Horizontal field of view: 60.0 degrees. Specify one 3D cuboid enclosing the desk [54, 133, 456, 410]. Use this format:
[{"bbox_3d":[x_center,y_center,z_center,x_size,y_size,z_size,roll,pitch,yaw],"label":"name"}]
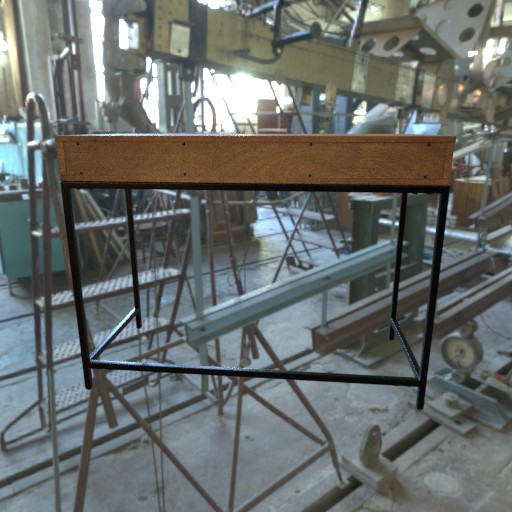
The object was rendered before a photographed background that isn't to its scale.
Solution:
[{"bbox_3d":[0.000,0.000,1.443,1.016,0.762,0.470,2,16,6],"label":"desk"}]
